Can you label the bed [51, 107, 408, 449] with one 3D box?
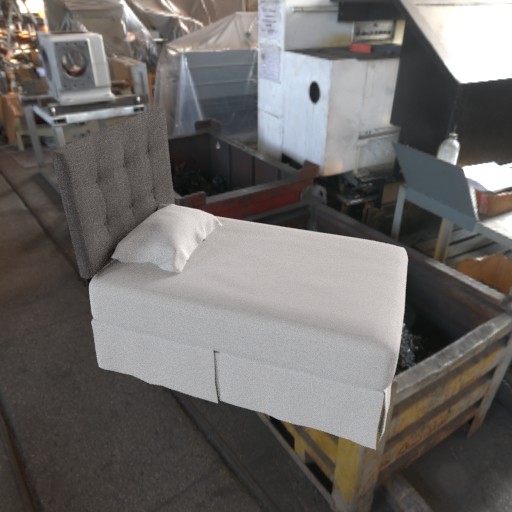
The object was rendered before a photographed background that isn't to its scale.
[{"bbox_3d":[0.000,0.000,2.966,1.997,1.571,1.261,10,32,16],"label":"bed"}]
